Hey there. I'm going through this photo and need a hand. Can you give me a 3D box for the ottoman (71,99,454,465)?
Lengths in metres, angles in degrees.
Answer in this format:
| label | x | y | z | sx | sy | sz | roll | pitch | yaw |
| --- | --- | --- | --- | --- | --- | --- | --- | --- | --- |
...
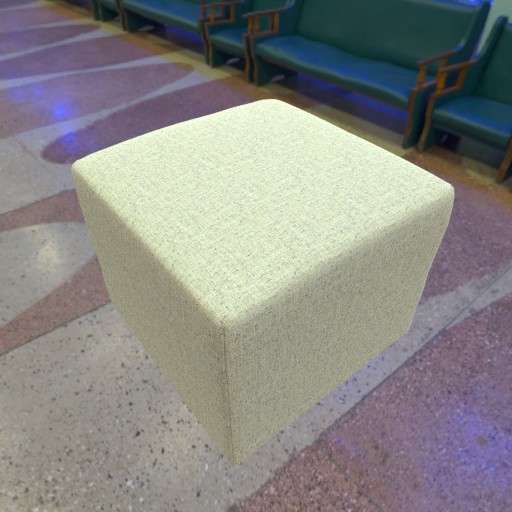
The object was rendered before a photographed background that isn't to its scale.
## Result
| label | x | y | z | sx | sy | sz | roll | pitch | yaw |
| --- | --- | --- | --- | --- | --- | --- | --- | --- | --- |
| ottoman | 0.000 | 0.000 | 0.925 | 0.512 | 0.453 | 0.521 | -28 | 49 | -28 |
